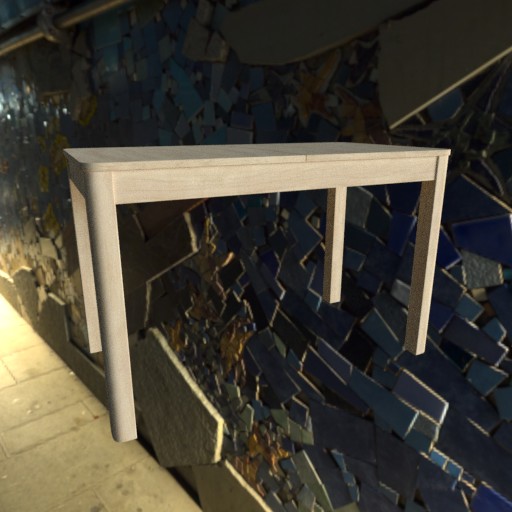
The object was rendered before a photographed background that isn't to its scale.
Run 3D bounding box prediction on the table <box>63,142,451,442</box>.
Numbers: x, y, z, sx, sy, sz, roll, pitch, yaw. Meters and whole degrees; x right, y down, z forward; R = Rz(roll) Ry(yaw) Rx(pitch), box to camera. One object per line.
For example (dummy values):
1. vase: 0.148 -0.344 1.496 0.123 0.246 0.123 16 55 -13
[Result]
1. table: 0.000 0.000 1.917 1.400 0.900 0.750 -8 19 -25
